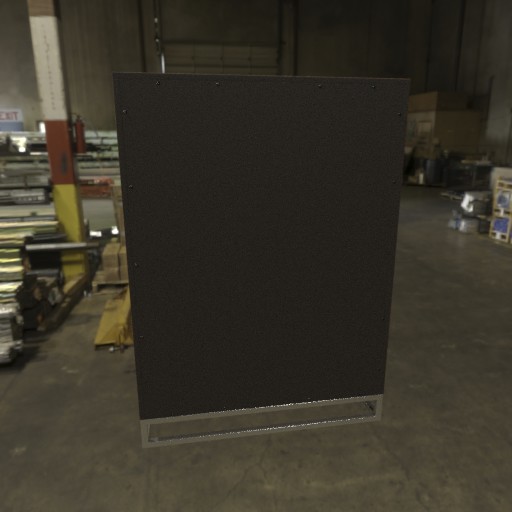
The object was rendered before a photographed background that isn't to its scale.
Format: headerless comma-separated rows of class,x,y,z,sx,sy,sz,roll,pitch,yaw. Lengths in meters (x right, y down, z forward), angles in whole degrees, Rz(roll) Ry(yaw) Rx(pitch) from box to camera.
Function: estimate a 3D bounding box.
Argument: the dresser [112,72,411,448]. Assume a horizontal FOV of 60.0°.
dresser,0.000,0.000,1.818,0.965,1.321,0.508,-3,15,-10
